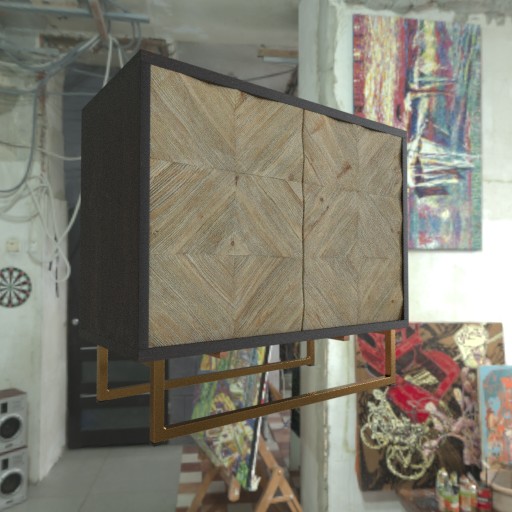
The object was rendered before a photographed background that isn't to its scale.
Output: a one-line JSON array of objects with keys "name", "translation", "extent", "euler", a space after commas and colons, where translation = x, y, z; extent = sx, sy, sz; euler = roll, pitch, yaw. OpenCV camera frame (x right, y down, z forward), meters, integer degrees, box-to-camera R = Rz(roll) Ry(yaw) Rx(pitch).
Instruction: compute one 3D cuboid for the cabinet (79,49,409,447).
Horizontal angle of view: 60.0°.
[{"name": "cabinet", "translation": [0.000, 0.000, 1.399], "extent": [0.950, 0.860, 0.451], "euler": [1, -2, -37]}]
